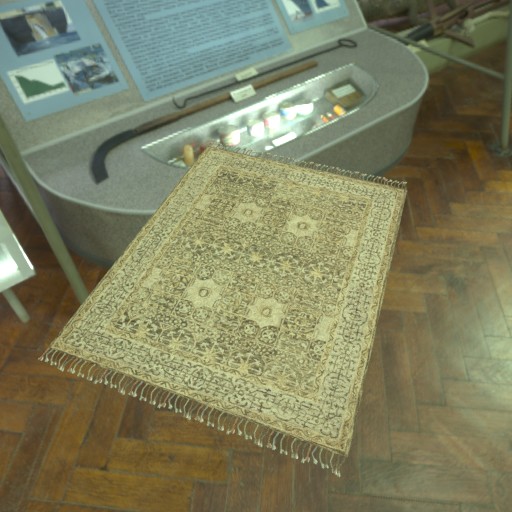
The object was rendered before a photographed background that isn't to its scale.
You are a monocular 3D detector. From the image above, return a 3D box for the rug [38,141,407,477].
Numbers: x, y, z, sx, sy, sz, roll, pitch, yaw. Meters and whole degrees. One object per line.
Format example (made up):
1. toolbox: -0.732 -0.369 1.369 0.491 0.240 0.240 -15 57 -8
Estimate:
1. rug: 0.000 0.000 4.211 2.431 0.017 3.291 15 49 14
